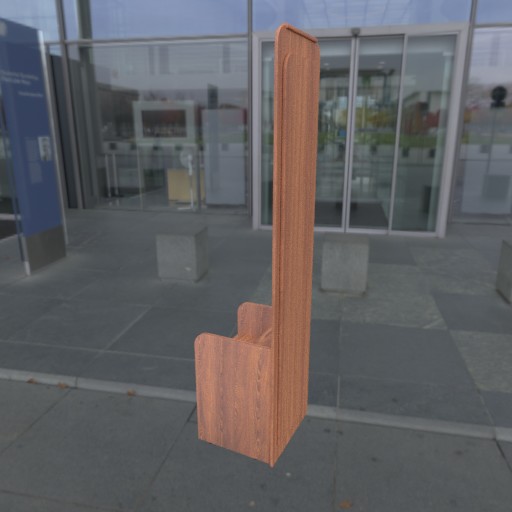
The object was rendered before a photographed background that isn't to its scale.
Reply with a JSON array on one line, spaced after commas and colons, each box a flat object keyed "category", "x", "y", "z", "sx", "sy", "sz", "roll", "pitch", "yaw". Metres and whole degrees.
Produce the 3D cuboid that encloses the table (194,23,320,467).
[{"category": "table", "x": 0.000, "y": 0.000, "z": 2.023, "sx": 0.420, "sy": 1.830, "sz": 0.450, "roll": 8, "pitch": 18, "yaw": 25}]
